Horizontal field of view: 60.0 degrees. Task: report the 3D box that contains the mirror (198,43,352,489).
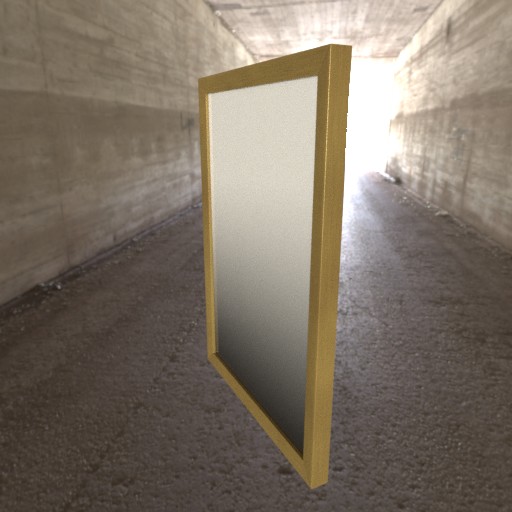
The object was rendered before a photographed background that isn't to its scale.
[{"bbox_3d":[0.000,0.000,0.898,0.040,0.710,0.507,-8,18,-26],"label":"mirror"}]
